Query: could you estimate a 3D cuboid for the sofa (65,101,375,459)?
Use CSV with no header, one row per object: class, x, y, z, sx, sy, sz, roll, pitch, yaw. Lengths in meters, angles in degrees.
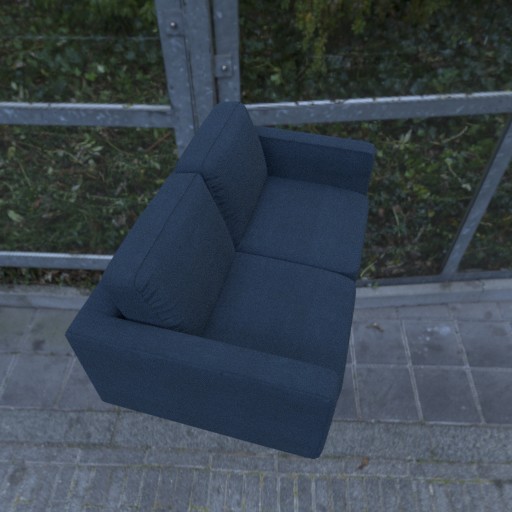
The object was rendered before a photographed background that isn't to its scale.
sofa,0.000,0.000,2.147,0.999,0.930,1.518,11,48,10
